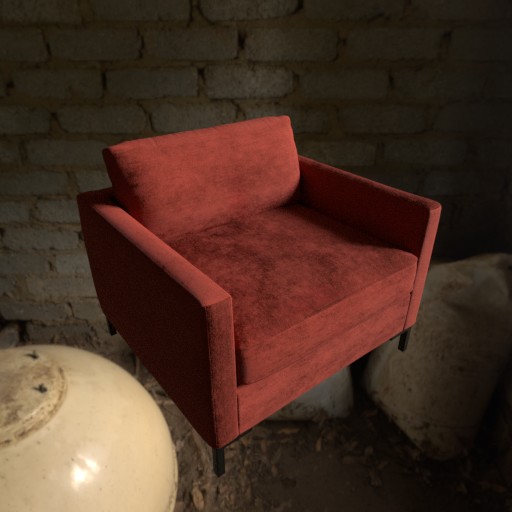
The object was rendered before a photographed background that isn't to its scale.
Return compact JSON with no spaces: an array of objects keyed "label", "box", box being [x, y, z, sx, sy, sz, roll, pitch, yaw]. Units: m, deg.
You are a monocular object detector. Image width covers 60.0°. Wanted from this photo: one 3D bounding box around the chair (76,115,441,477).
[{"label":"chair","box":[0.000,0.000,1.603,0.964,0.812,0.875,-21,36,-32]}]
